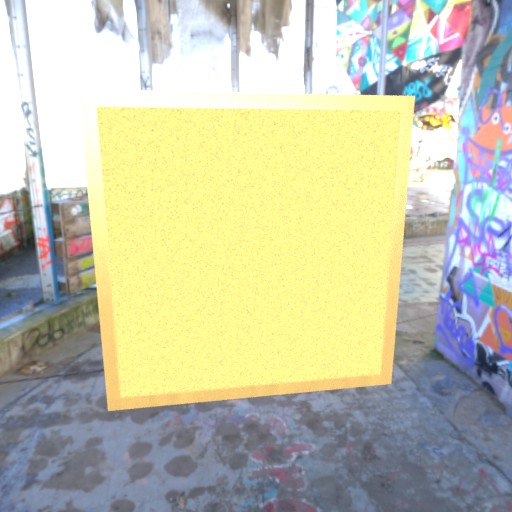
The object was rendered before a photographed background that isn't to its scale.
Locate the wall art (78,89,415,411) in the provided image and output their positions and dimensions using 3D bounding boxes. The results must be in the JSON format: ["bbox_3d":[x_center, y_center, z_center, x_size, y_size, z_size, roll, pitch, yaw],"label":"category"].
[{"bbox_3d":[0.000,0.000,2.802,1.935,1.936,0.097,-2,14,-9],"label":"wall art"}]
